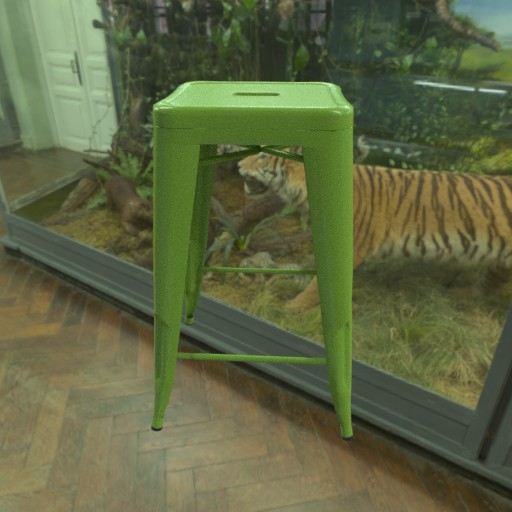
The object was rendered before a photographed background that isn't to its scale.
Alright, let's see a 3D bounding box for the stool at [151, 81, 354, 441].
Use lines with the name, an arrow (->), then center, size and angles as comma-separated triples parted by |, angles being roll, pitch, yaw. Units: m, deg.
stool -> 0.000, 0.000, 0.868 | 0.398, 0.609, 0.358 | 2, 29, 3
